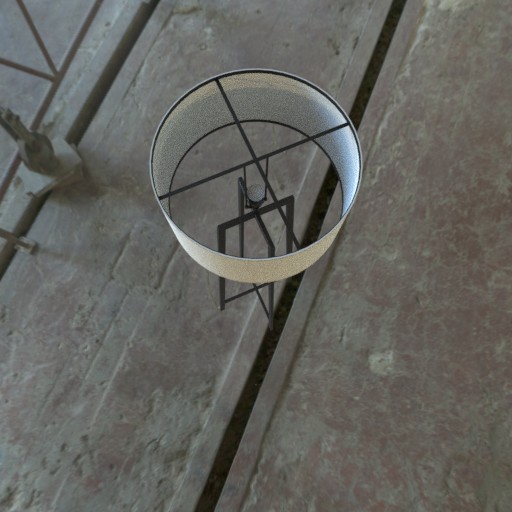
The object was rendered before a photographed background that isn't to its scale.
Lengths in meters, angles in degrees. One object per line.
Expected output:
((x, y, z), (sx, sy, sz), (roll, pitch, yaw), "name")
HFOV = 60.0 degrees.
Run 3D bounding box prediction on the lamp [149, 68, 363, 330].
((0.000, 0.000, 1.678), (0.457, 1.510, 0.456), (-23, 75, -6), "lamp")
